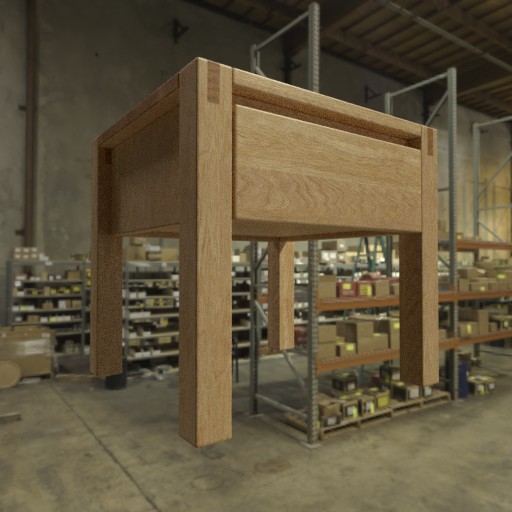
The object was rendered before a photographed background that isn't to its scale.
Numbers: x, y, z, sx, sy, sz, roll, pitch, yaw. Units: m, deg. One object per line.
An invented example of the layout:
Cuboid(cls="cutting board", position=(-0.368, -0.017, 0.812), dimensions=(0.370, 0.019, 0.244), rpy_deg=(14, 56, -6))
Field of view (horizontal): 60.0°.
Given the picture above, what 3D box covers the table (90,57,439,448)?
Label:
Cuboid(cls="table", position=(0.000, 0.000, 0.825), dimensions=(0.480, 0.450, 0.440), rpy_deg=(1, -1, -35))
